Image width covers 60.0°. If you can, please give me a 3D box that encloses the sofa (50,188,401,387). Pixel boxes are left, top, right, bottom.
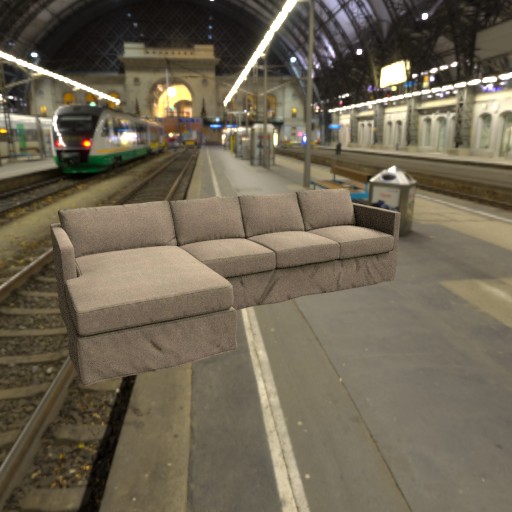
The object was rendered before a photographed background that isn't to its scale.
[{"bbox_3d":[0.000,0.000,3.885,3.205,0.922,1.650,-8,17,-27],"label":"sofa"}]
